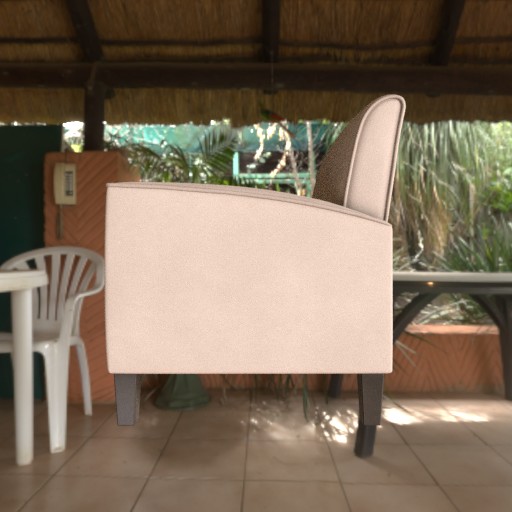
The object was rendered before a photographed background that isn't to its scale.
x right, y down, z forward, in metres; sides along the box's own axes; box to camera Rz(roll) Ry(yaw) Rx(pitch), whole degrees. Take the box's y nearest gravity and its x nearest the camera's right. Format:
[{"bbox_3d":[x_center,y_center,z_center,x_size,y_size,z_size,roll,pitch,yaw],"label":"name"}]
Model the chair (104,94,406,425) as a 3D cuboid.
[{"bbox_3d":[0.000,0.000,1.566,0.820,0.915,0.820,0,0,0],"label":"chair"}]
